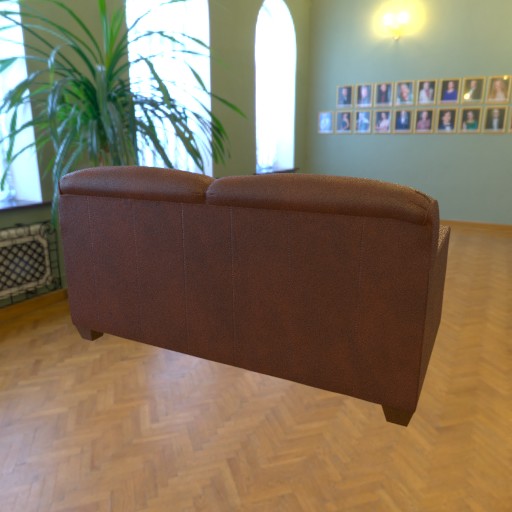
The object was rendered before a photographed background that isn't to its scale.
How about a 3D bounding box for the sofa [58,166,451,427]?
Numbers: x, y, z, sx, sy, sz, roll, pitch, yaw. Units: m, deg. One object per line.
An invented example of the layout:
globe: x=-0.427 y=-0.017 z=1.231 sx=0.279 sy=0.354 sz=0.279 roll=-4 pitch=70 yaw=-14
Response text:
sofa: x=0.000 y=0.000 z=2.381 sx=1.856 sy=0.966 sz=1.000 roll=7 pitch=16 yaw=26
